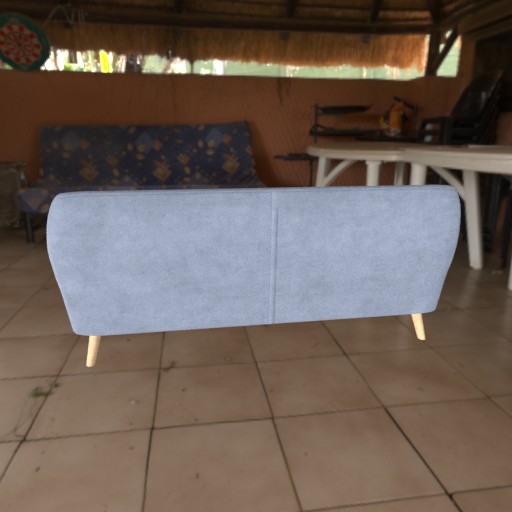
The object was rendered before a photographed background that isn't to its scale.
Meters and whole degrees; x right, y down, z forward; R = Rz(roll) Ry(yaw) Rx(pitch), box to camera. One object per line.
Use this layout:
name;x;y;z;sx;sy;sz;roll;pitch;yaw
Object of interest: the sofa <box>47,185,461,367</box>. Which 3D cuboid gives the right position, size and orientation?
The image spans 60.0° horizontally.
sofa;0.000;0.000;2.440;1.970;0.830;0.830;-3;15;-9
